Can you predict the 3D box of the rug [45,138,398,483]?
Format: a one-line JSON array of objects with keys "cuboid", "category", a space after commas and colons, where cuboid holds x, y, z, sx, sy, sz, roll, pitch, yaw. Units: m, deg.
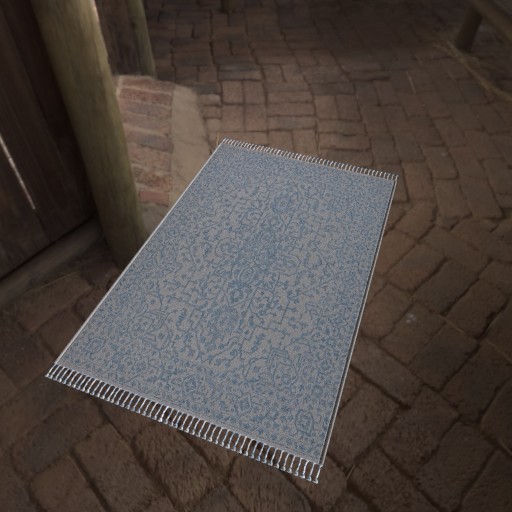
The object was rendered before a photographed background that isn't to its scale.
[{"cuboid": [0.000, 0.000, 2.977, 1.524, 0.010, 2.438, 16, 50, 14], "category": "rug"}]
